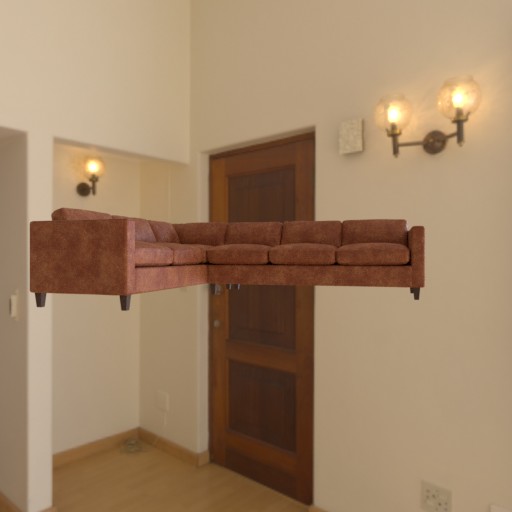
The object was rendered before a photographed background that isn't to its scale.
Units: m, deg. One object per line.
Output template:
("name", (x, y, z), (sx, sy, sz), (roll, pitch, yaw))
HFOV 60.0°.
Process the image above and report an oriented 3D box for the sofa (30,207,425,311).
("sofa", (0.000, 0.000, 4.331), (3.150, 0.838, 2.438), (0, 0, 17))
